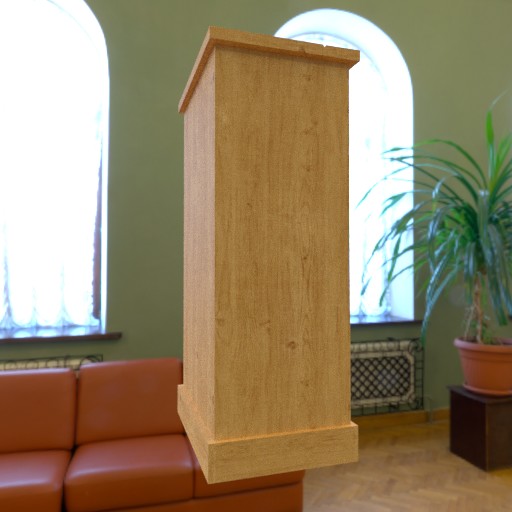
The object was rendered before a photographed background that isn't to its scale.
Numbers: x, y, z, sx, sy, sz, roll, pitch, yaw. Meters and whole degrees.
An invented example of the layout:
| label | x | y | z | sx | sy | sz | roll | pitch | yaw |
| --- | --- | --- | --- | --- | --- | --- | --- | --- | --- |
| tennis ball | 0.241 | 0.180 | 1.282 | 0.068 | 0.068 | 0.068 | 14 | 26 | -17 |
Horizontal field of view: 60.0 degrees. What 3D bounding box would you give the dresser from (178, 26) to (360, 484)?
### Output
| label | x | y | z | sx | sy | sz | roll | pitch | yaw |
| --- | --- | --- | --- | --- | --- | --- | --- | --- | --- |
| dresser | 0.000 | 0.000 | 1.315 | 0.390 | 1.041 | 0.531 | 0 | -1 | -18 |
